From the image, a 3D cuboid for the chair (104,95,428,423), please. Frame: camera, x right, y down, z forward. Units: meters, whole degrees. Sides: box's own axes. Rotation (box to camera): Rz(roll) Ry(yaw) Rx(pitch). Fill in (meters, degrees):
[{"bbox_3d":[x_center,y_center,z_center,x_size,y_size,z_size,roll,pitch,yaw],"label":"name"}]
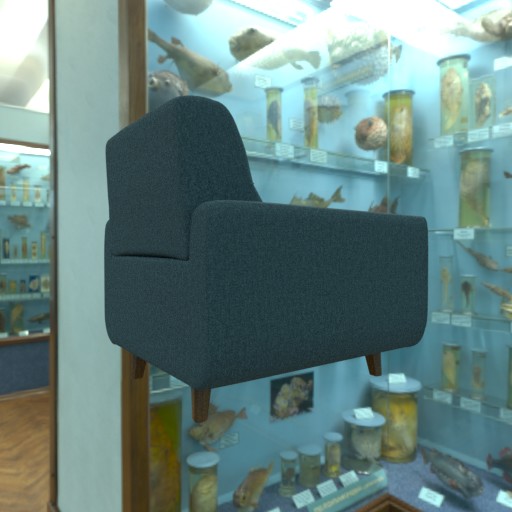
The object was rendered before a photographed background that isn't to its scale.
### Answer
[{"bbox_3d":[0.000,0.000,1.713,0.964,0.940,0.880,-1,2,-35],"label":"chair"}]
